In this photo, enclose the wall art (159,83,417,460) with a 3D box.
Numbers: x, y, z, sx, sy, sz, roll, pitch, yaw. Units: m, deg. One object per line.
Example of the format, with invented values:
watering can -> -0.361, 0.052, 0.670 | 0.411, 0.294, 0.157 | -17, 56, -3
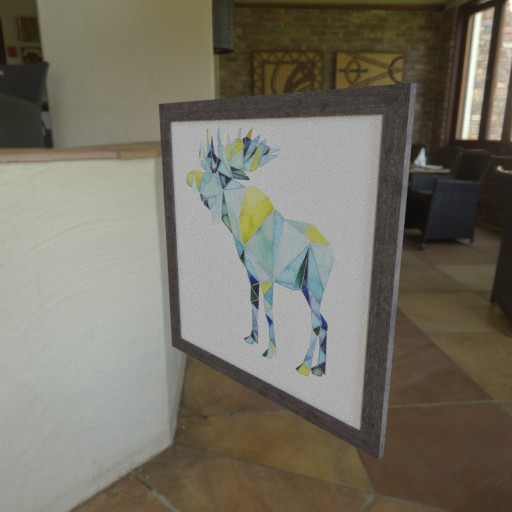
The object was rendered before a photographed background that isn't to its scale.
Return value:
wall art -> 0.000, 0.000, 0.672 | 0.457, 0.457, 0.013 | 15, 21, 43
